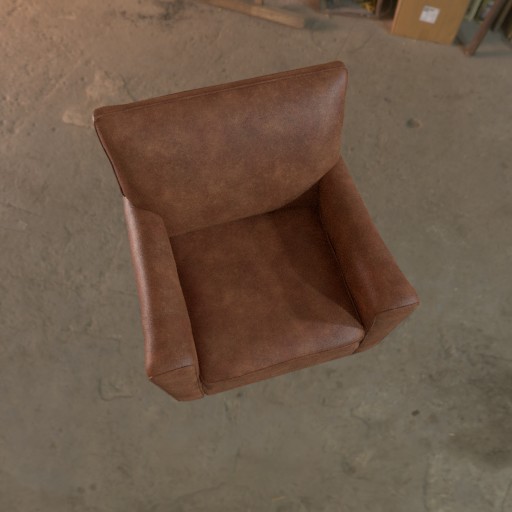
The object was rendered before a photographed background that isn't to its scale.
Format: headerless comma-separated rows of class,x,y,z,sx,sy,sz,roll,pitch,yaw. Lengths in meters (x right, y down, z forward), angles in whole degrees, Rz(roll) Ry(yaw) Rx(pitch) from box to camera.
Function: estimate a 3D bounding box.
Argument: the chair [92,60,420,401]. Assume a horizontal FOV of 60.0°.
chair,0.000,0.000,1.636,0.870,0.943,0.823,-14,64,-7
